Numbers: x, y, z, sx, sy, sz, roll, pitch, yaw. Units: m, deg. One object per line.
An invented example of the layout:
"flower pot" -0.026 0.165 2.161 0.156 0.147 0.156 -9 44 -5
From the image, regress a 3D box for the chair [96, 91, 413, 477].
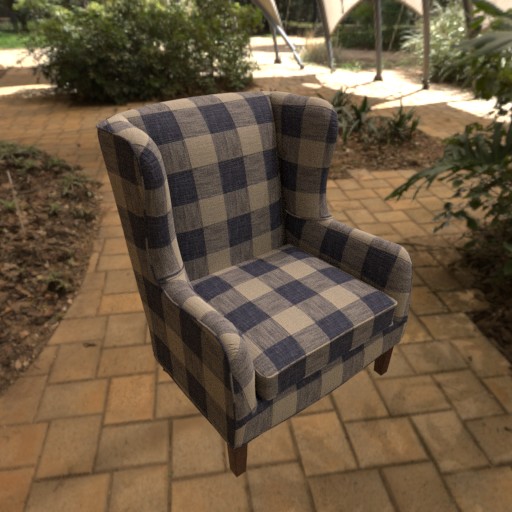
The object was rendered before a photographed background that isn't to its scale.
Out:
"chair" 0.000 0.000 1.672 0.830 1.041 0.889 -22 37 -32
